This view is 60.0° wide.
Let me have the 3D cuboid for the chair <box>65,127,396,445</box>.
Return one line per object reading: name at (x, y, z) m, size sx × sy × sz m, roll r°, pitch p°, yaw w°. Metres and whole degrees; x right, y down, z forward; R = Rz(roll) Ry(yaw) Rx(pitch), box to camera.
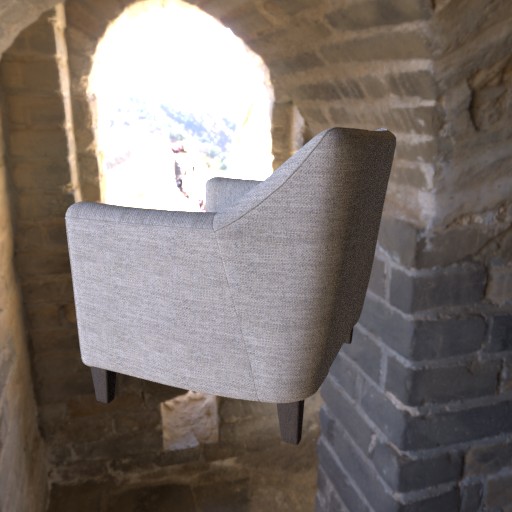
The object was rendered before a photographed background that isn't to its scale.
chair at (0.000, 0.000, 1.375) m, size 0.758 × 0.761 × 0.796 m, roll 7°, pitch 17°, yaw 23°
